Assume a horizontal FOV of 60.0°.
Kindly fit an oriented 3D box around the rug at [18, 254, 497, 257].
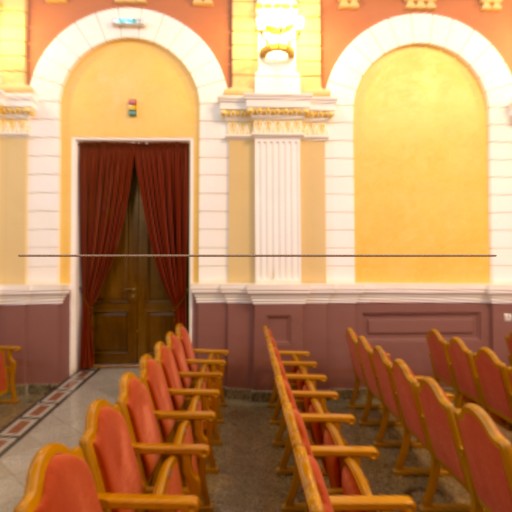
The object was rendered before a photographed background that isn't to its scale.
[{"bbox_3d":[0.000,0.000,3.002,2.438,0.011,1.524,0,0,-1],"label":"rug"}]
